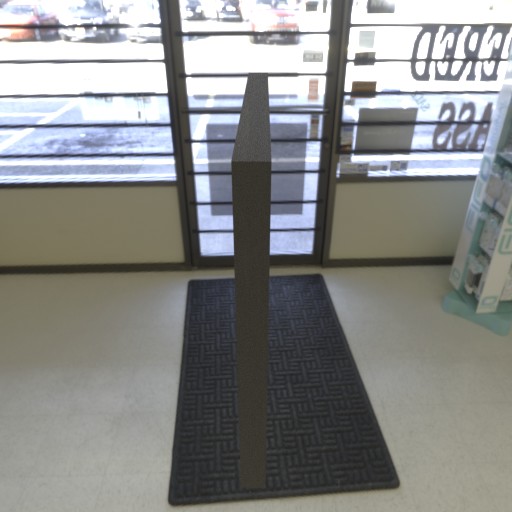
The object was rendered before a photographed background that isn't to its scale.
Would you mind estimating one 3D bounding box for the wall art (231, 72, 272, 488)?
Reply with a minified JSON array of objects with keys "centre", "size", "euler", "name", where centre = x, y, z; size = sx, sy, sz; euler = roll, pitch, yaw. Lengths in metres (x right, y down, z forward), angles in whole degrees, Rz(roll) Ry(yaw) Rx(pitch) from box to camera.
[{"centre":[0.000,0.000,0.754],"size":[0.037,0.507,0.509],"euler":[0,31,1],"name":"wall art"}]
